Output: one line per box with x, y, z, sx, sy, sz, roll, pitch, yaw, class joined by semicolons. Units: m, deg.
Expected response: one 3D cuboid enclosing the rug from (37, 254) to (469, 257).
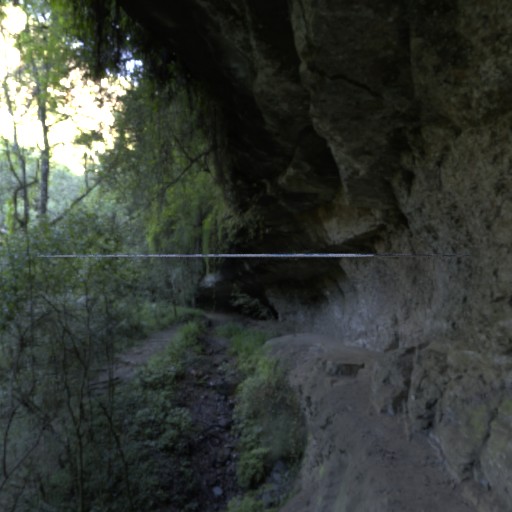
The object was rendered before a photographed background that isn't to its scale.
0.000;0.000;4.131;3.228;0.024;2.443;0;0;36;rug
